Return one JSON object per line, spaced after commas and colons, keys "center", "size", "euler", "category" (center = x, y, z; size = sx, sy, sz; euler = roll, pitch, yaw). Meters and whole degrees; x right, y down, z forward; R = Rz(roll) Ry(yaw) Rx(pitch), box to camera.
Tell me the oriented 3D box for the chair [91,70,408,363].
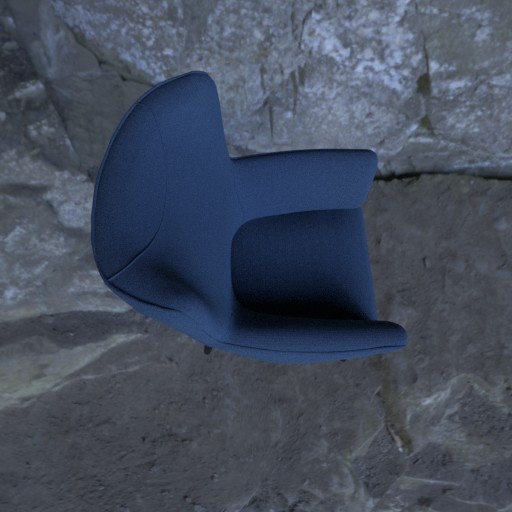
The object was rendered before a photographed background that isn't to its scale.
{"center": [0.000, 0.000, 1.560], "size": [0.888, 0.933, 0.781], "euler": [0, 62, 0], "category": "chair"}
